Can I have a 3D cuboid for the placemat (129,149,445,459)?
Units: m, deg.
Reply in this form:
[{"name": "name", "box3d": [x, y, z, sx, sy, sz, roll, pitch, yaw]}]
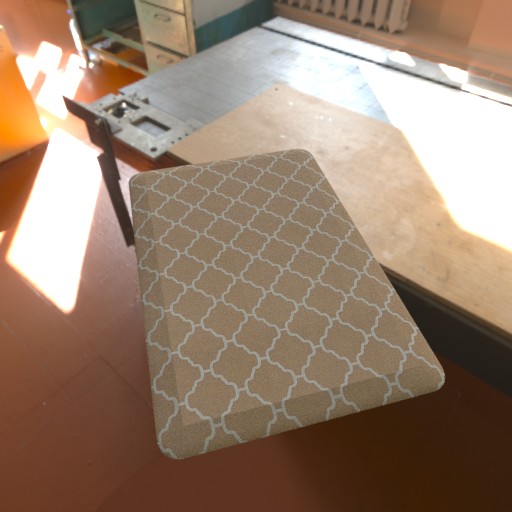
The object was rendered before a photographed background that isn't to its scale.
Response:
[{"name": "placemat", "box3d": [0.000, 0.000, 0.971, 0.508, 0.021, 0.762, -11, 48, -10]}]
